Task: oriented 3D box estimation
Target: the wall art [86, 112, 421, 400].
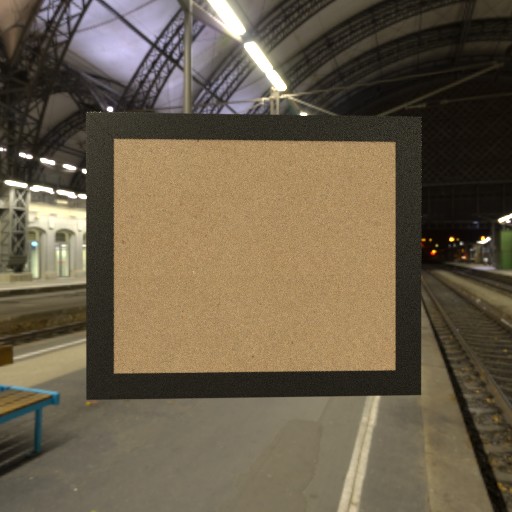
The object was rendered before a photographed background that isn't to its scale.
[{"bbox_3d":[0.000,0.000,0.517,0.381,0.321,0.028,0,0,-3],"label":"wall art"}]
